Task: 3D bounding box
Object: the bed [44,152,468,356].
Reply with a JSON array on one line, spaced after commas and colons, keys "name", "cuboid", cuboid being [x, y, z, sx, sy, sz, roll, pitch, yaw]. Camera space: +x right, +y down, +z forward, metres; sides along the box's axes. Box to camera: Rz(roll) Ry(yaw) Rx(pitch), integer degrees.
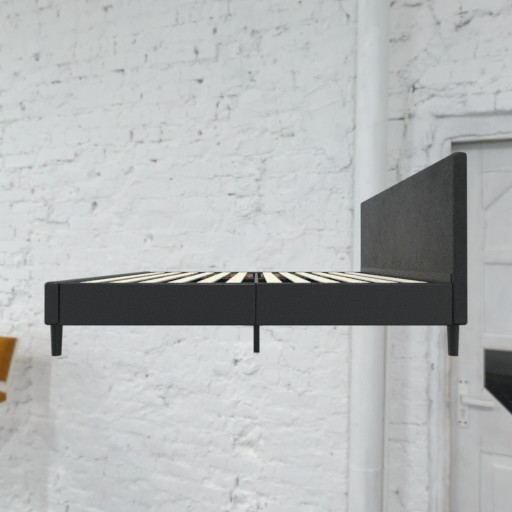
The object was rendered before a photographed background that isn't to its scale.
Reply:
[{"name": "bed", "cuboid": [0.000, 0.000, 3.257, 2.152, 1.046, 2.018, 0, 0, 0]}]
